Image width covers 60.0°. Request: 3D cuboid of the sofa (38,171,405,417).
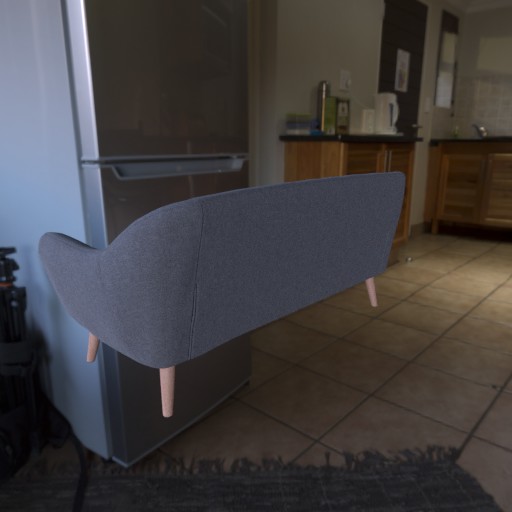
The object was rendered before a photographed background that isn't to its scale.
[{"bbox_3d":[0.000,0.000,2.225,0.820,0.820,1.840,14,21,42],"label":"sofa"}]
